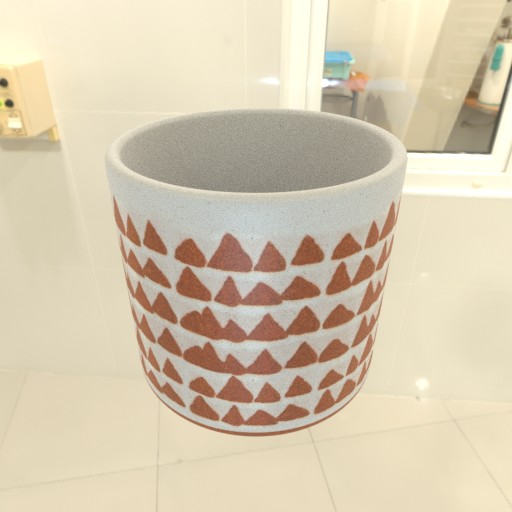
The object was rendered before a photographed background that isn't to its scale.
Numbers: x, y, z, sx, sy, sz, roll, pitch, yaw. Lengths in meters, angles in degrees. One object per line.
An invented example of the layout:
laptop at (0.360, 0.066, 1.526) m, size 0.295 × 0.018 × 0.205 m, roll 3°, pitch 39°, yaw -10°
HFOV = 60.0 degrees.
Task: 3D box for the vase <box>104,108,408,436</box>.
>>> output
vase at (0.000, 0.000, 0.239) m, size 0.137 × 0.127 × 0.137 m, roll 0°, pitch 31°, yaw 0°
